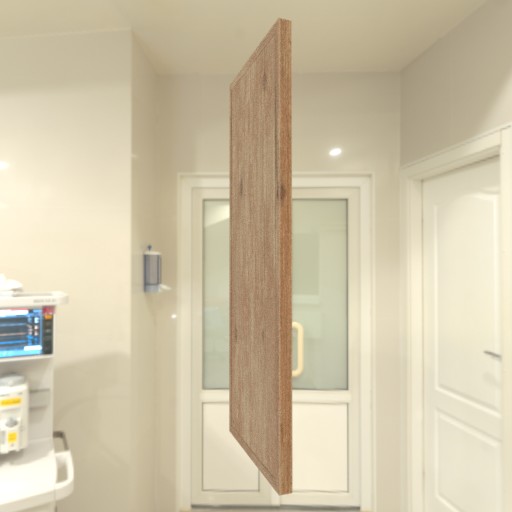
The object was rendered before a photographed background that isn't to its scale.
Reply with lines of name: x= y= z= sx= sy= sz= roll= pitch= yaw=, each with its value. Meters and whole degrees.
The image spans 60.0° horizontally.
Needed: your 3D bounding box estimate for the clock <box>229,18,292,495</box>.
clock: x=0.000 y=0.000 z=1.068 sx=0.030 sy=0.965 sz=0.361 roll=0 pitch=-1 yaw=-19
